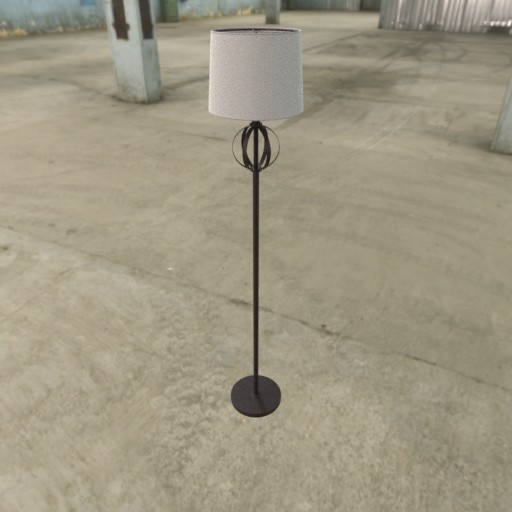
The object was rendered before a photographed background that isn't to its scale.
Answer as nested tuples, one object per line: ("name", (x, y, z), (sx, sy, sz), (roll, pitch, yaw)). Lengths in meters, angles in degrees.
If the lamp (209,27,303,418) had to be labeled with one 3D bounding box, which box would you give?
("lamp", (0.000, 0.000, 1.608), (0.286, 1.462, 0.286), (-19, 35, -29))
